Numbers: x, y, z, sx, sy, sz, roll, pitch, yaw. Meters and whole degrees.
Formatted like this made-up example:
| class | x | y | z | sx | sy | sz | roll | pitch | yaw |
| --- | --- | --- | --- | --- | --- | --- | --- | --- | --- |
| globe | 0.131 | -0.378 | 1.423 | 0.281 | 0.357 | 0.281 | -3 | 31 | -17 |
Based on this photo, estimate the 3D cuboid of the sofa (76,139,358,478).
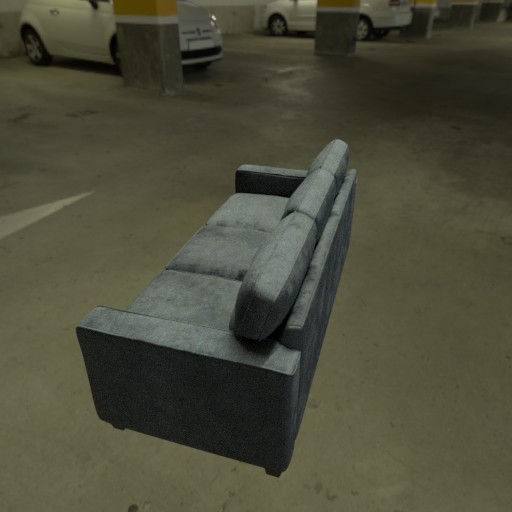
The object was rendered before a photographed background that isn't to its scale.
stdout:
| class | x | y | z | sx | sy | sz | roll | pitch | yaw |
| --- | --- | --- | --- | --- | --- | --- | --- | --- | --- |
| sofa | 0.000 | 0.000 | 2.636 | 0.939 | 0.965 | 2.133 | 9 | 32 | 15 |
